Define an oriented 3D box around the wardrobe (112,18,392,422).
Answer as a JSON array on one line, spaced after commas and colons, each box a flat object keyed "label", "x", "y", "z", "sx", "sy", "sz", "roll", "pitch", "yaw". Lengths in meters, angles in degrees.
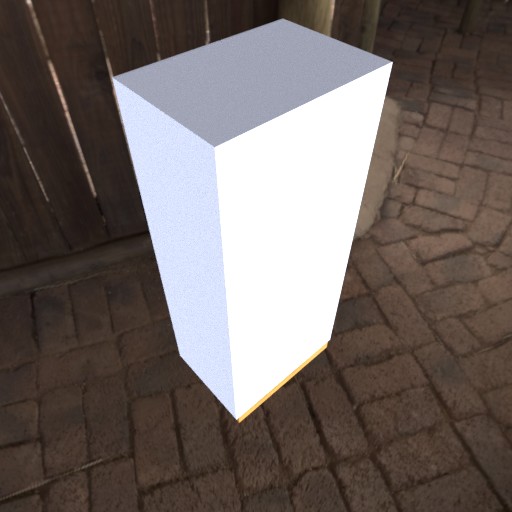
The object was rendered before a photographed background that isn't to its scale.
[{"label": "wardrobe", "x": 0.000, "y": 0.000, "z": 2.395, "sx": 0.860, "sy": 2.040, "sz": 0.600, "roll": -33, "pitch": 55, "yaw": -27}]
